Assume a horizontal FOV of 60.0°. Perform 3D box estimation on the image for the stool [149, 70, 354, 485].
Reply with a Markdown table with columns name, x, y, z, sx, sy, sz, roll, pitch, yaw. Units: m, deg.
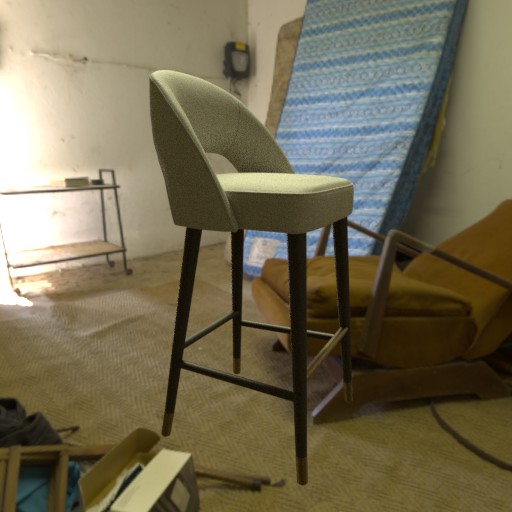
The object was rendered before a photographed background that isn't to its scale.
| name | x | y | z | sx | sy | sz | roll | pitch | yaw |
| --- | --- | --- | --- | --- | --- | --- | --- | --- | --- |
| stool | 0.000 | 0.000 | 1.294 | 0.509 | 1.037 | 0.494 | 7 | 14 | 26 |
